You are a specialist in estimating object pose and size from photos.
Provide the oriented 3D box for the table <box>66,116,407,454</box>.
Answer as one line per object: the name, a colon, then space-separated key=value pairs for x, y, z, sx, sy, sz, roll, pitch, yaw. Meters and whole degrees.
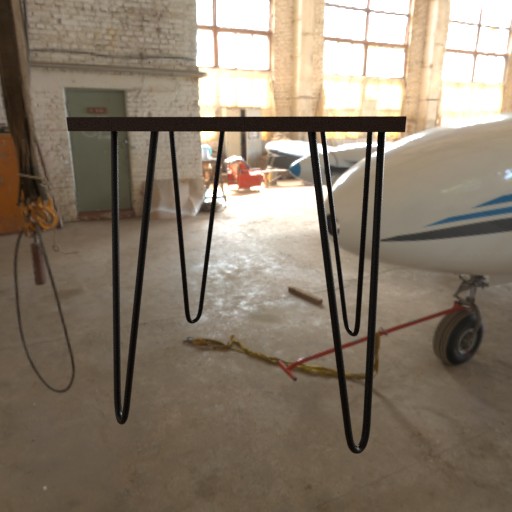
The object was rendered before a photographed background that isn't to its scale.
table: x=0.000 y=0.000 z=0.943 sx=0.495 sy=0.559 sz=0.495 roll=3 pitch=17 yaw=10
